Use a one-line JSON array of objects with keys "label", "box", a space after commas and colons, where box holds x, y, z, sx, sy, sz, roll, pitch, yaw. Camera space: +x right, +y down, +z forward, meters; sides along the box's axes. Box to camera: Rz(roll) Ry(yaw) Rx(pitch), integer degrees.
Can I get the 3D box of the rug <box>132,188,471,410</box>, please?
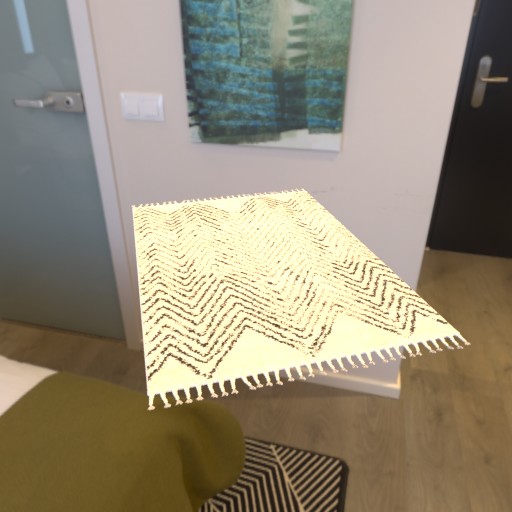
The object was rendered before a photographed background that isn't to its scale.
[{"label": "rug", "box": [0.000, 0.000, 2.341, 1.230, 0.014, 1.847, -8, 29, -14]}]
